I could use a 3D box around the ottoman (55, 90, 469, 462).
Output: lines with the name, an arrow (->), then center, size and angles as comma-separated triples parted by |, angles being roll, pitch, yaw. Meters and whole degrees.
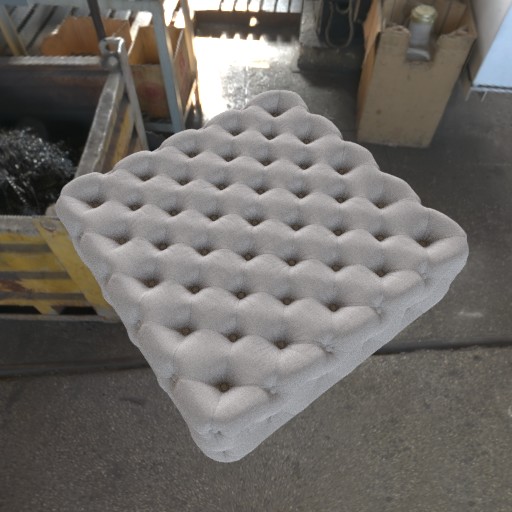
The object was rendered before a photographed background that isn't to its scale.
ottoman -> 0.000, 0.000, 1.182 | 0.764, 0.365, 0.758 | -32, 62, -19
